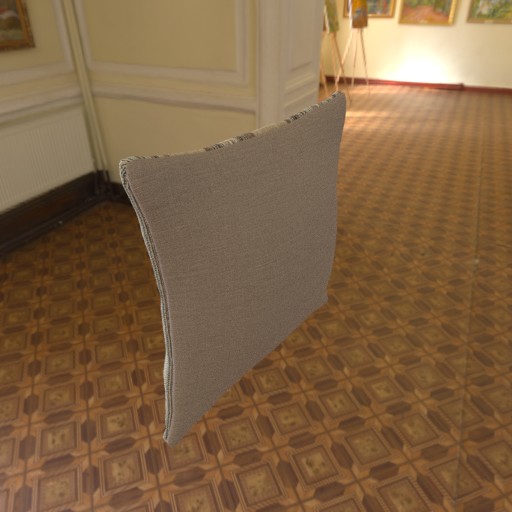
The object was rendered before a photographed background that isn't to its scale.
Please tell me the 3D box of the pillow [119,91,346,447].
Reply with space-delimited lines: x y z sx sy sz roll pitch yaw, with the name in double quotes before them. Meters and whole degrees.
"pillow" 0.000 0.000 0.667 0.189 0.416 0.435 22 37 32
